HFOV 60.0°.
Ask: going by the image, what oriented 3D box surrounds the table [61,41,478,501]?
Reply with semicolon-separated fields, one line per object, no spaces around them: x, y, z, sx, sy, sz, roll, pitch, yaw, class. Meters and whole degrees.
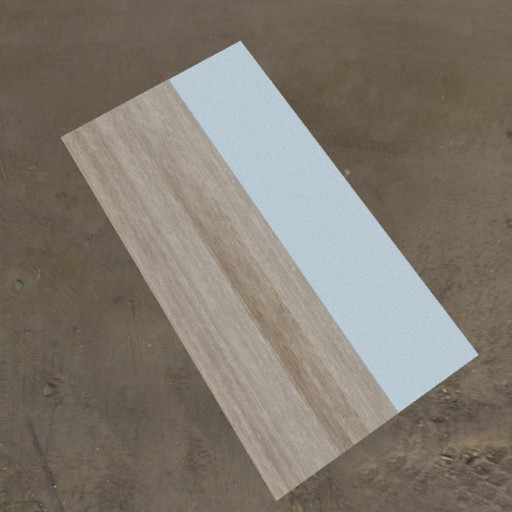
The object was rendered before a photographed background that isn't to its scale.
0.000;0.000;1.341;0.600;0.350;1.100;-32;77;-8;table
